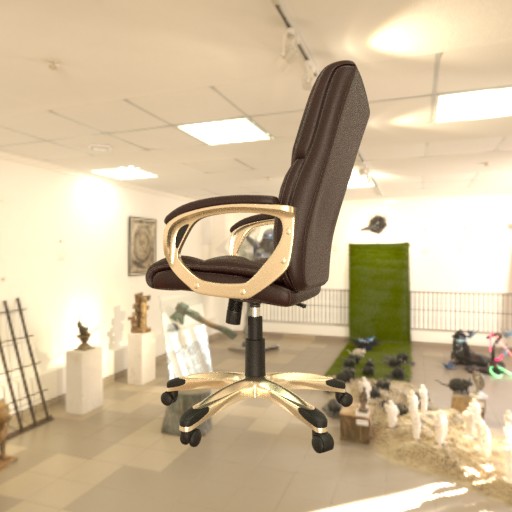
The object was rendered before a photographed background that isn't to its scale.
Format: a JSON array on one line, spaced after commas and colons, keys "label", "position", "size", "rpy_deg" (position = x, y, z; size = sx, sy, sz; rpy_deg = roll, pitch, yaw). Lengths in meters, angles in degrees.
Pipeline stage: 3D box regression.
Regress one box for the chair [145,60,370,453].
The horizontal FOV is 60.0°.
[{"label": "chair", "position": [0.000, 0.000, 1.538], "size": [0.739, 1.107, 0.662], "rpy_deg": [0, 0, 19]}]
